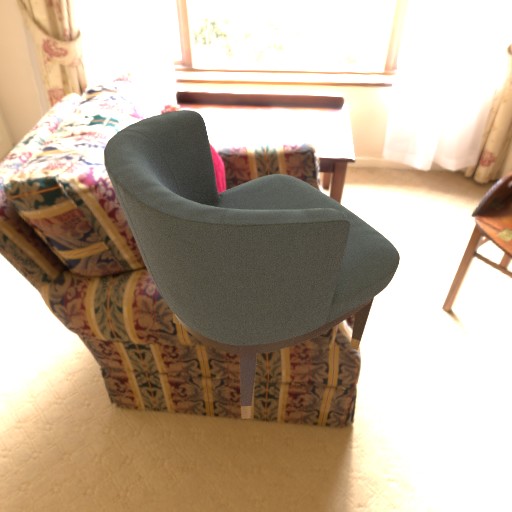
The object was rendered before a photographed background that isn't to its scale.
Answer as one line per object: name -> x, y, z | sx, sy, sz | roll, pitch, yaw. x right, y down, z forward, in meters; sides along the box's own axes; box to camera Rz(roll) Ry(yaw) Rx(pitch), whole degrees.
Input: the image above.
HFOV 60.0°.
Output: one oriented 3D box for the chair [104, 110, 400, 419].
chair -> 0.000, 0.000, 1.309 | 0.702, 0.760, 0.661 | -24, 46, -25
